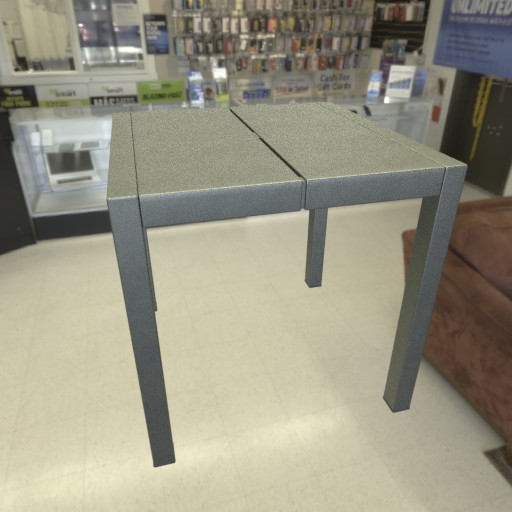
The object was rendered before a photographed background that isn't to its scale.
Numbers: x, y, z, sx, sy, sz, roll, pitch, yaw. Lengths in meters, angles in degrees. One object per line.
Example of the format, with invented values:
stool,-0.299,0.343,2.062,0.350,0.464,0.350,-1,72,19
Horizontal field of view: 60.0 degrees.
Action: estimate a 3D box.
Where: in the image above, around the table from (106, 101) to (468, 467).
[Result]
table,0.000,0.000,0.926,0.508,0.508,0.508,-7,30,-13
